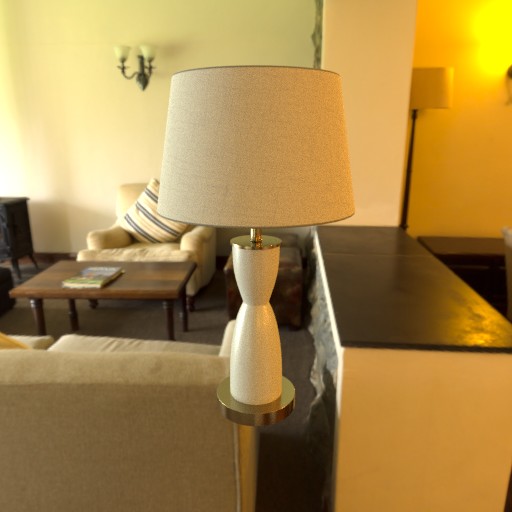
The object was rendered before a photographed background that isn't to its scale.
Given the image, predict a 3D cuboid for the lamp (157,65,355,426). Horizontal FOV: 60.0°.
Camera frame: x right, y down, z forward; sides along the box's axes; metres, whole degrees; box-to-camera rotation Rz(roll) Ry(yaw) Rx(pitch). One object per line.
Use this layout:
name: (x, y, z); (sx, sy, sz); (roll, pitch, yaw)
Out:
lamp: (0.000, 0.000, 0.726); (0.309, 0.545, 0.309); (0, 15, 0)
